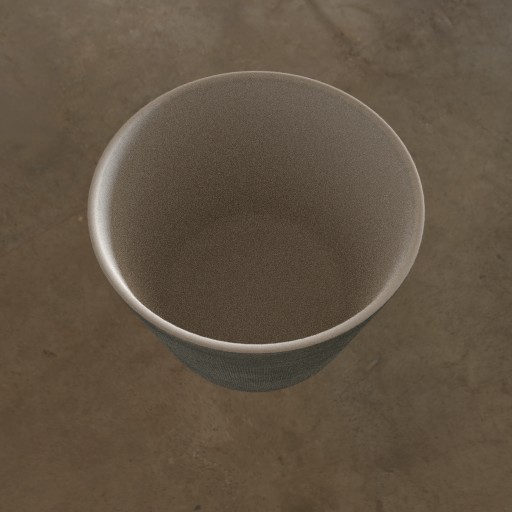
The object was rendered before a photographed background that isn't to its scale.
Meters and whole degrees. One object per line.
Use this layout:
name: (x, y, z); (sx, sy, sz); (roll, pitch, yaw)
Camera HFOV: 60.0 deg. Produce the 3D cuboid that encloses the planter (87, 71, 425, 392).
planter: (0.000, 0.000, 0.762); (0.440, 0.398, 0.440); (0, 63, 0)
